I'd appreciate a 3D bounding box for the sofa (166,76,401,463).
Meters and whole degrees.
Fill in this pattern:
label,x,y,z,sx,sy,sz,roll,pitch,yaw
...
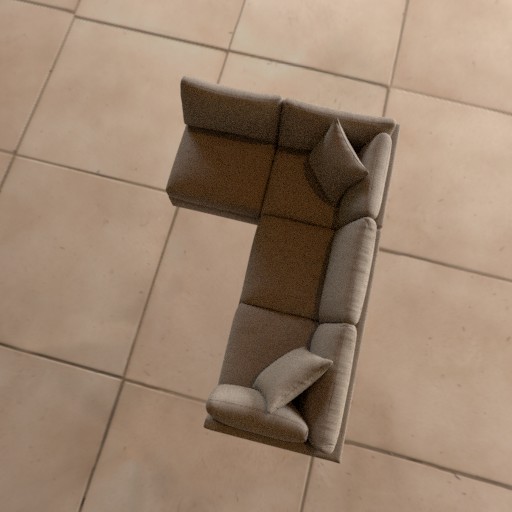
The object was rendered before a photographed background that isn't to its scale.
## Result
label,x,y,z,sx,sy,sz,roll,pitch,yaw
sofa,0.000,0.000,3.871,1.994,0.978,2.896,13,76,3
